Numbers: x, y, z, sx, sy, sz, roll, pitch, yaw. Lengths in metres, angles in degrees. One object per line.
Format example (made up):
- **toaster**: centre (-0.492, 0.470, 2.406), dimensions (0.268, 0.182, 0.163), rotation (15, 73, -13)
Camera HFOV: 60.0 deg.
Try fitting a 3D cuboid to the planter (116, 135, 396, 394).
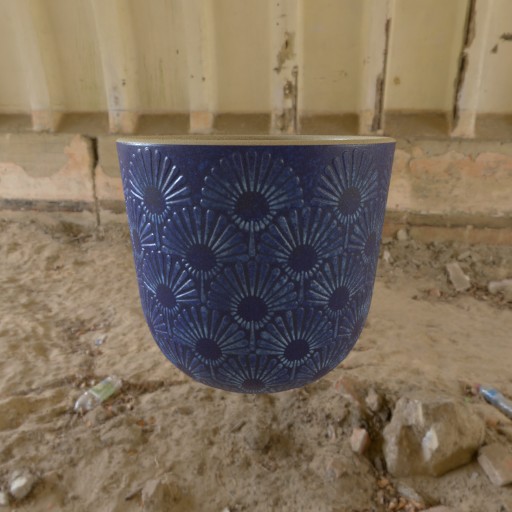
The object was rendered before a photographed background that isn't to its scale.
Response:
- **planter**: centre (0.000, 0.000, 0.367), dimensions (0.206, 0.190, 0.206), rotation (0, 16, 0)
